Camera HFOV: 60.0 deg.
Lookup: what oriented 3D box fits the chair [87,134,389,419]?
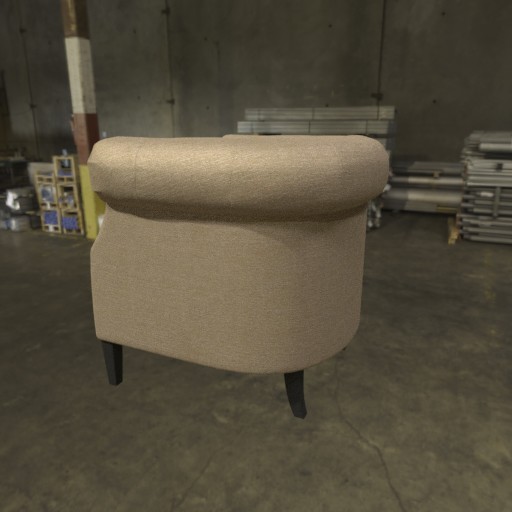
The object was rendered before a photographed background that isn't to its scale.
[{"bbox_3d":[0.000,0.000,1.566,0.852,0.827,0.905,7,17,24],"label":"chair"}]
